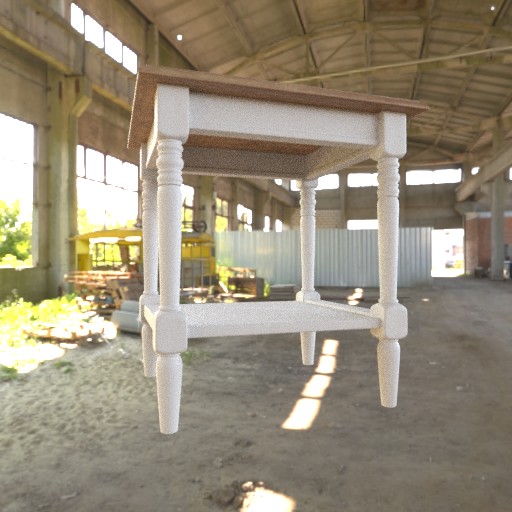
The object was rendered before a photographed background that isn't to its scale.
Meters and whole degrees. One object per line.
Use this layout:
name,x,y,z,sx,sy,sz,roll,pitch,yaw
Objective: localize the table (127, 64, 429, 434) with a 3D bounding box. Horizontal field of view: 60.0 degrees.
table,0.000,0.000,0.934,0.508,0.561,0.457,0,-1,-18
